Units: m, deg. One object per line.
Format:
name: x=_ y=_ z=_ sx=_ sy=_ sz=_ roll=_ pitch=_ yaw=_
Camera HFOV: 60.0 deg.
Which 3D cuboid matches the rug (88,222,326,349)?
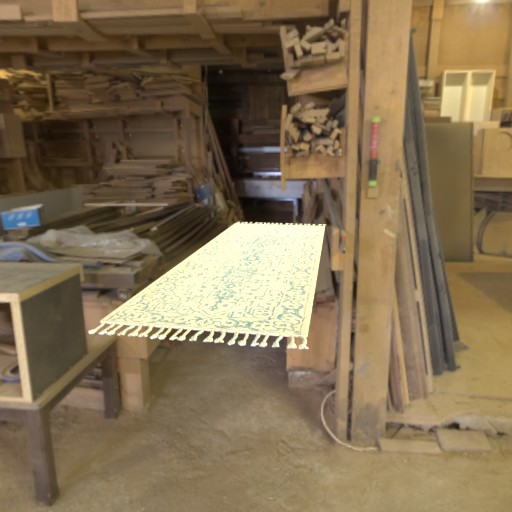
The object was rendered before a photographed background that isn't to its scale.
rug: x=0.000 y=0.000 z=2.641 sx=0.774 sy=0.011 sz=2.449 roll=2 pitch=14 yaw=10
